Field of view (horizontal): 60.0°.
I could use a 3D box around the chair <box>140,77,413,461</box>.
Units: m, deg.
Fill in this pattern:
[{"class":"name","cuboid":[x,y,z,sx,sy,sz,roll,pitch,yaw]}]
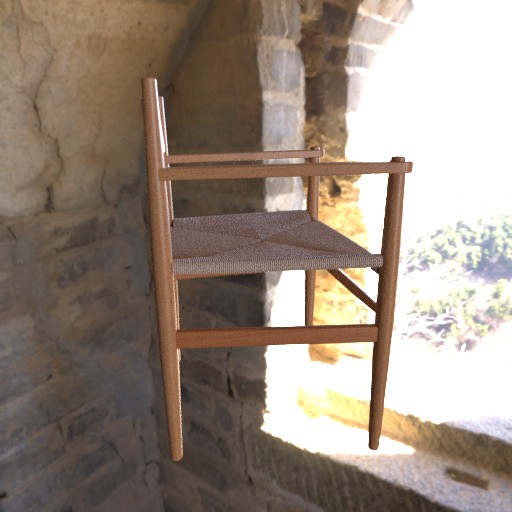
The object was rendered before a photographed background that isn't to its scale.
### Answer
[{"class":"chair","cuboid":[0.000,0.000,1.086,0.495,0.762,0.556,-3,16,-10]}]
